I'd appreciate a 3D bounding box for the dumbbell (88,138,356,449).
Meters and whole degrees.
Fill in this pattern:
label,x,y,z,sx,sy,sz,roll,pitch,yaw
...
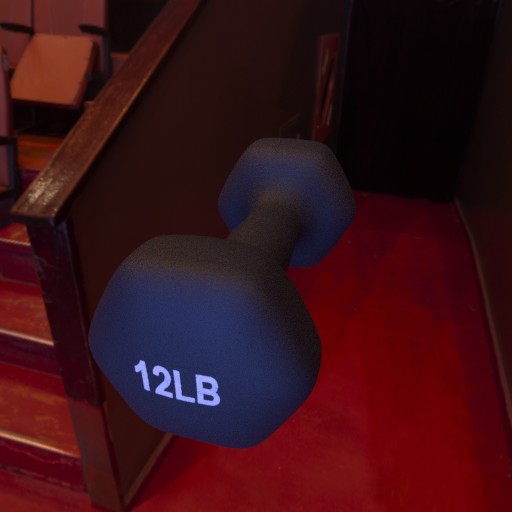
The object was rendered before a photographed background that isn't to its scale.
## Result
label,x,y,z,sx,sy,sz,roll,pitch,yaw
dumbbell,0.000,0.000,0.284,0.112,0.101,0.231,8,30,15
